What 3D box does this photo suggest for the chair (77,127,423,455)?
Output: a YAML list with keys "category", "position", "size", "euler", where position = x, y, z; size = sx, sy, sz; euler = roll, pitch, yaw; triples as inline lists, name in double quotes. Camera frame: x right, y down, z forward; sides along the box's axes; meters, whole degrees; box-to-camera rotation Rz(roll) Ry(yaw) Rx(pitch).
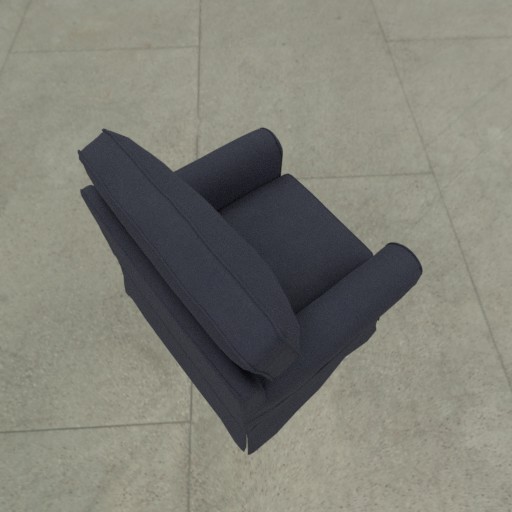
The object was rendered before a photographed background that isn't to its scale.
- category: "chair"
  position: [0.000, 0.000, 1.944]
  size: [1.002, 1.140, 1.119]
  euler: [-34, 64, -19]
